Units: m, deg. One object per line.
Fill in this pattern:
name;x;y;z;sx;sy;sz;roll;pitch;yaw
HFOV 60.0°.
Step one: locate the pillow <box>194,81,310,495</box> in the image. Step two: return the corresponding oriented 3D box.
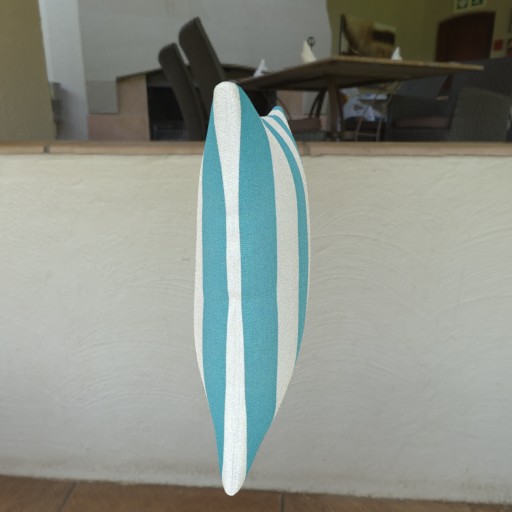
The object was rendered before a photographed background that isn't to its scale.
pillow;0.000;0.000;0.778;0.189;0.526;0.536;2;16;8
